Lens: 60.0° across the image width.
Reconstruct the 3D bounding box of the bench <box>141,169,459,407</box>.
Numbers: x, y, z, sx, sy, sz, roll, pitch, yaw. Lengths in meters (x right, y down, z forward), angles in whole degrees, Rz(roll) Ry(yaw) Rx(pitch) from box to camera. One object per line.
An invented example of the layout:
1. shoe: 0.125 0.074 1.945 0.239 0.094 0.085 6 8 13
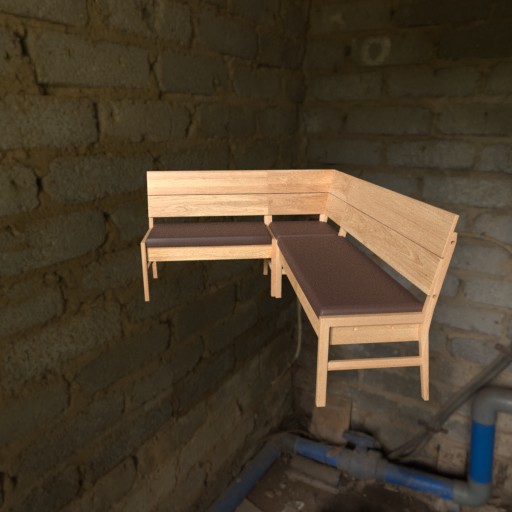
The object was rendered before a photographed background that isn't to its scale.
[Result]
1. bench: 0.000 0.000 2.834 1.549 0.890 1.975 -2 17 -6
